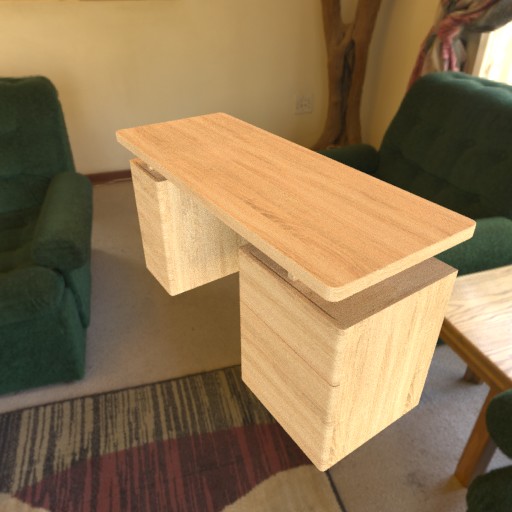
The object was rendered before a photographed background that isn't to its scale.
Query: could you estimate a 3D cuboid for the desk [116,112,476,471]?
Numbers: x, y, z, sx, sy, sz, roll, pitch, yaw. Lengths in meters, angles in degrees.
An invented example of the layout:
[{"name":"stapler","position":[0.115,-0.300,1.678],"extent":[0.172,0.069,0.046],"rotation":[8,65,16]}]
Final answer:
[{"name":"desk","position":[0.000,0.000,1.789],"extent":[0.550,0.760,1.400],"rotation":[-20,38,-28]}]
